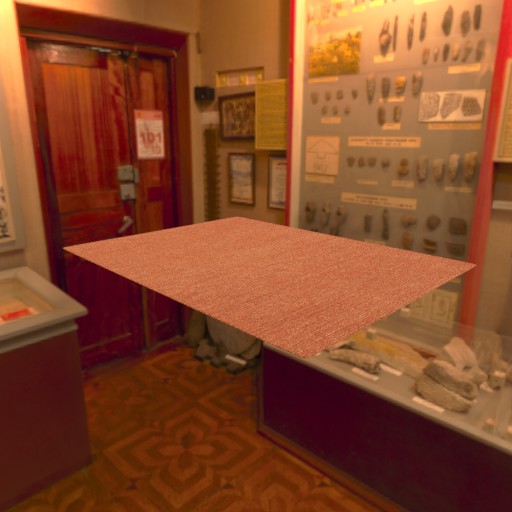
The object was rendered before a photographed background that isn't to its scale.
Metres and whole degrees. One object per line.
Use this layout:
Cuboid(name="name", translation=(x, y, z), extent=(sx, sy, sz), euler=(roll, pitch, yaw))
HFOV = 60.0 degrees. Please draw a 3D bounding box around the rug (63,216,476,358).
Cuboid(name="rug", translation=(0.000, 0.000, 2.794), extent=(1.594, 0.009, 2.112), euler=(-15, 22, -42))
